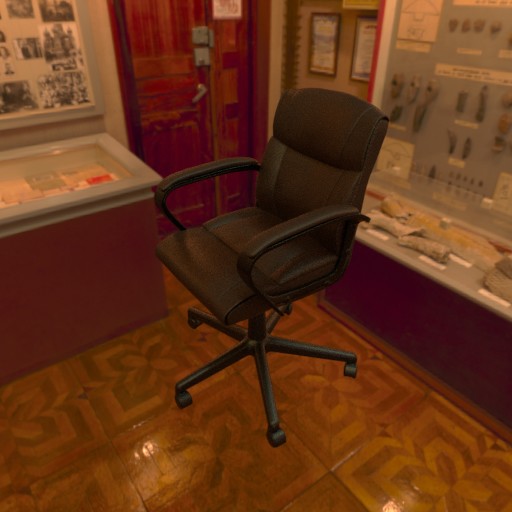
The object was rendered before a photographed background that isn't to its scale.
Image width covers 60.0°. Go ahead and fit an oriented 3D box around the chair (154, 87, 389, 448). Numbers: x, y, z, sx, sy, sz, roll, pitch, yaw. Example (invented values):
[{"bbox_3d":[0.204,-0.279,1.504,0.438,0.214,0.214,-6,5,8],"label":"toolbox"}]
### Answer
[{"bbox_3d":[0.000,0.000,1.518,0.717,1.004,0.739,-20,37,-29],"label":"chair"}]
